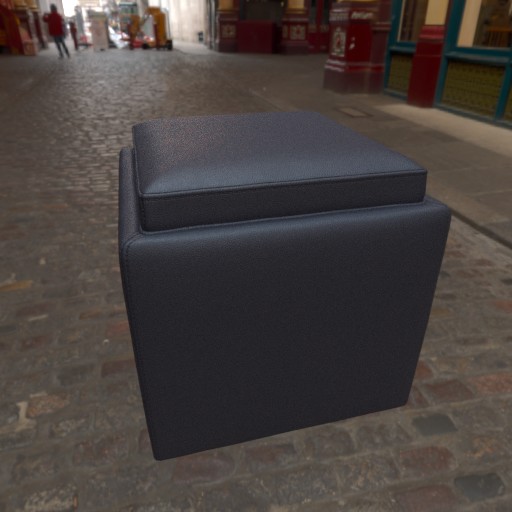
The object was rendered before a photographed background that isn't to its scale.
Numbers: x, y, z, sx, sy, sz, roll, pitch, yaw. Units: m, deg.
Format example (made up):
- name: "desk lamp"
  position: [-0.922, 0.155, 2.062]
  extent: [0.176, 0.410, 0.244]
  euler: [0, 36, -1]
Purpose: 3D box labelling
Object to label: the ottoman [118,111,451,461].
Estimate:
- name: "ottoman"
  position: [0.000, 0.000, 0.803]
  extent: [0.450, 0.460, 0.451]
  euler: [-7, 29, -13]
